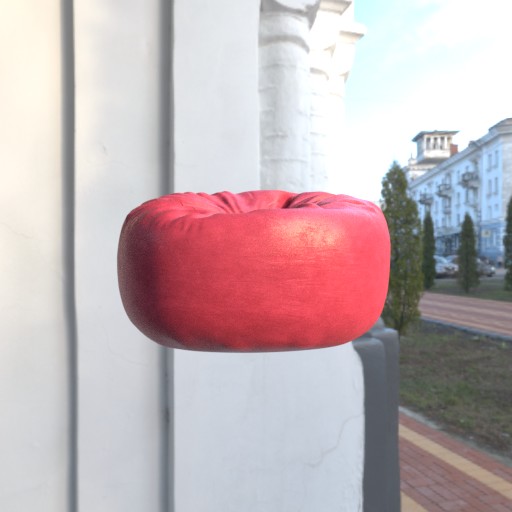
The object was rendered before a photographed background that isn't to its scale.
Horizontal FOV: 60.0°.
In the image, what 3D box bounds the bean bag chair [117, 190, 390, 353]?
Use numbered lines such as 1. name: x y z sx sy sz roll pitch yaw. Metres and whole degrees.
1. bean bag chair: 0.000 0.000 2.459 1.524 0.878 1.524 0 0 -1
